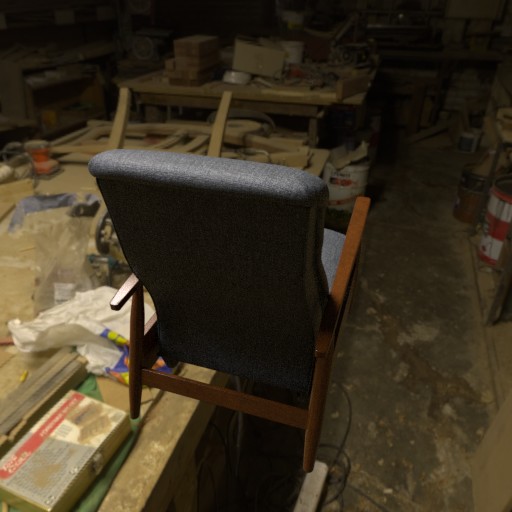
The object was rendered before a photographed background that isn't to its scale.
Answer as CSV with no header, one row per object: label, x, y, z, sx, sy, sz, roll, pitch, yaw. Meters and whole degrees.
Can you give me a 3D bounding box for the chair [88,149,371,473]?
chair,0.000,0.000,1.752,0.762,1.082,1.030,10,33,16
